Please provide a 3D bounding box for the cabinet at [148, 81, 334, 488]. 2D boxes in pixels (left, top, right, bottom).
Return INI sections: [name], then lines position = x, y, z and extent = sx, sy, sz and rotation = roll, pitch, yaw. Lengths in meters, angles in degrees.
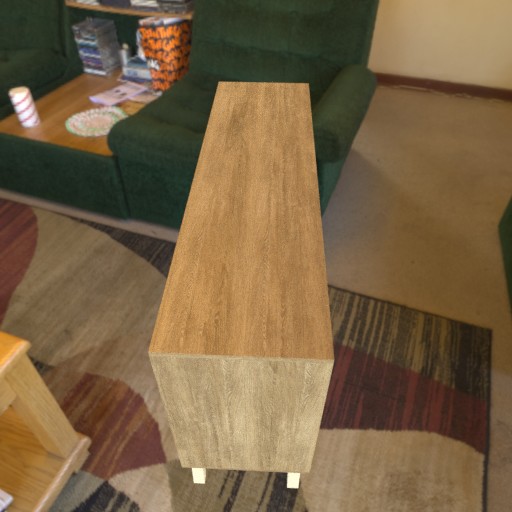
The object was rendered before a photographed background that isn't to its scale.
[cabinet]
position = 0.000, 0.000, 1.943
extent = 0.450, 0.870, 1.600
rotation = 2, 44, 2
